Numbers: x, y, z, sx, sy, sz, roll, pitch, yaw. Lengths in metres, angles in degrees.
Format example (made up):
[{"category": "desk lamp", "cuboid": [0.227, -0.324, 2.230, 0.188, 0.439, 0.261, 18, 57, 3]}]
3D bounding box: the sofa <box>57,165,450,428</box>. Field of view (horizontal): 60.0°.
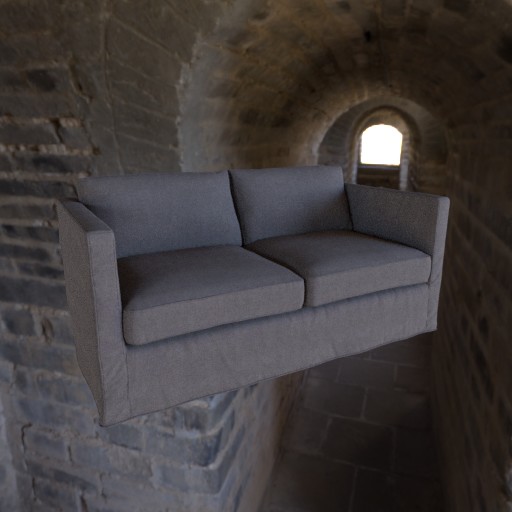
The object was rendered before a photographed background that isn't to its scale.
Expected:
[{"category": "sofa", "cuboid": [0.000, 0.000, 2.303, 1.802, 0.854, 0.974, -8, 17, -28]}]
